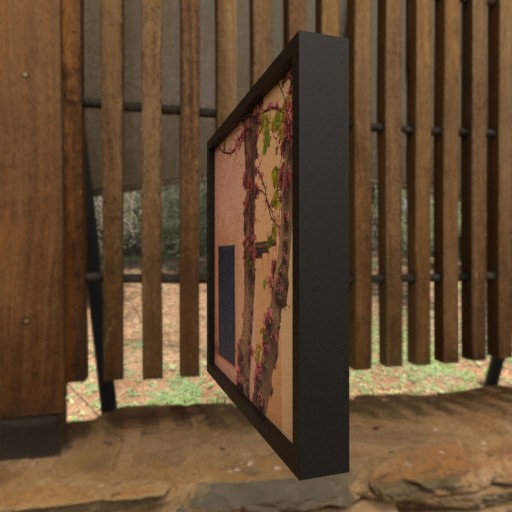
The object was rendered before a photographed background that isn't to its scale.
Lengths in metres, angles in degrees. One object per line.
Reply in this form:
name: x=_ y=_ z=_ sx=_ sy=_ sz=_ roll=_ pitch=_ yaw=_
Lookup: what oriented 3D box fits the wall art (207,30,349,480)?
wall art: x=0.000 y=0.000 z=0.449 sx=0.038 sy=0.304 sz=0.305 roll=0 pitch=0 yaw=-18
